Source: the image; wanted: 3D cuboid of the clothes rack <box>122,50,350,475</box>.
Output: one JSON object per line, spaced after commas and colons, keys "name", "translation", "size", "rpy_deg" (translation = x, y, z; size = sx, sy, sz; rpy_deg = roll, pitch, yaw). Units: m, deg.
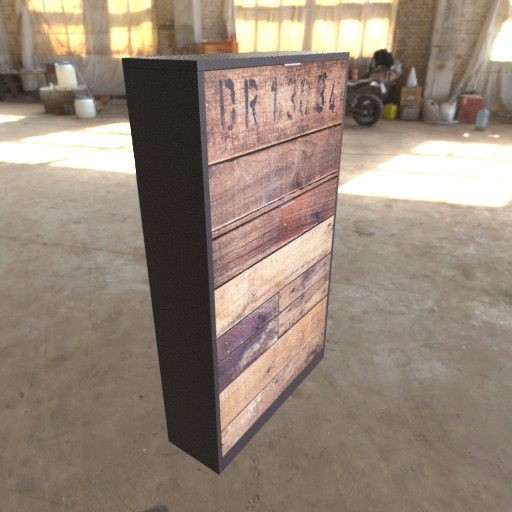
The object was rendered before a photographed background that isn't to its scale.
{"name": "clothes rack", "translation": [0.000, 0.000, 1.543], "size": [0.250, 1.280, 0.750], "rpy_deg": [18, 31, 31]}
